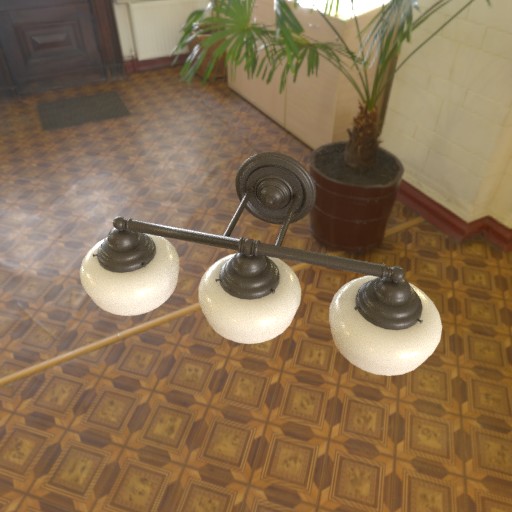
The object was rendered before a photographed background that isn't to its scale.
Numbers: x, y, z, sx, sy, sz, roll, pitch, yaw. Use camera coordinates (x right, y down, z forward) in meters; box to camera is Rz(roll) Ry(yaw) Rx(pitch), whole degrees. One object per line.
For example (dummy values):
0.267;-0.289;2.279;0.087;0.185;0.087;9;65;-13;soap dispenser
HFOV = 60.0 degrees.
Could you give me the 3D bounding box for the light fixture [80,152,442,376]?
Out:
0.000;0.000;0.709;0.587;0.242;0.239;11;42;12;light fixture
